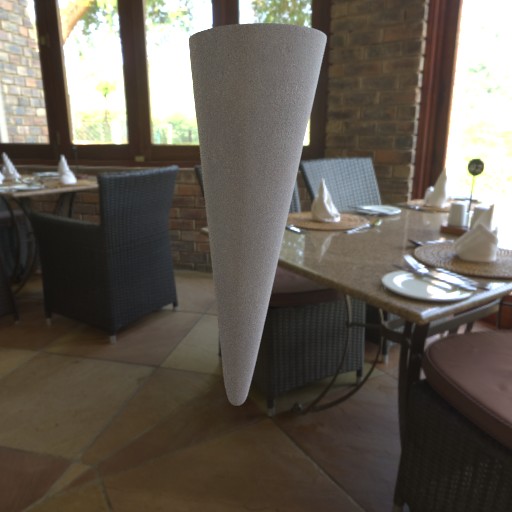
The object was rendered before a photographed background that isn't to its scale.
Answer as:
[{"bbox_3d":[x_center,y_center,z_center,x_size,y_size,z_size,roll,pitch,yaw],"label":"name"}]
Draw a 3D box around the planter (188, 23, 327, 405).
[{"bbox_3d":[0.000,0.000,0.291,0.078,0.259,0.087,-8,17,-27],"label":"planter"}]
